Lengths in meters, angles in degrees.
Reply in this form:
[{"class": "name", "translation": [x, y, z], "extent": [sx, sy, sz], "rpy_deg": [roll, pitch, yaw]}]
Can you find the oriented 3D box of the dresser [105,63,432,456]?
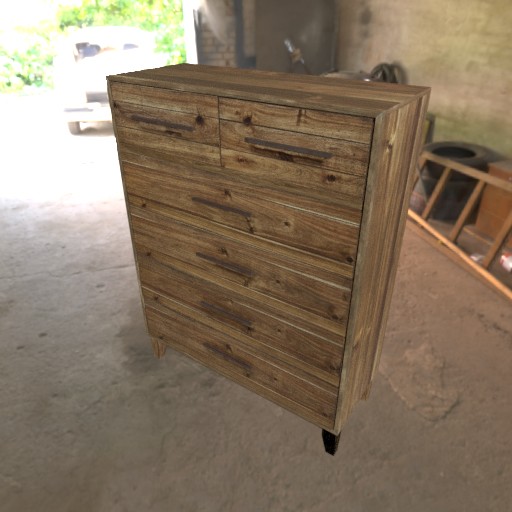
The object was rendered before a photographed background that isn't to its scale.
[{"class": "dresser", "translation": [0.000, 0.000, 1.872], "extent": [1.062, 1.393, 0.442], "rpy_deg": [19, 35, 29]}]
